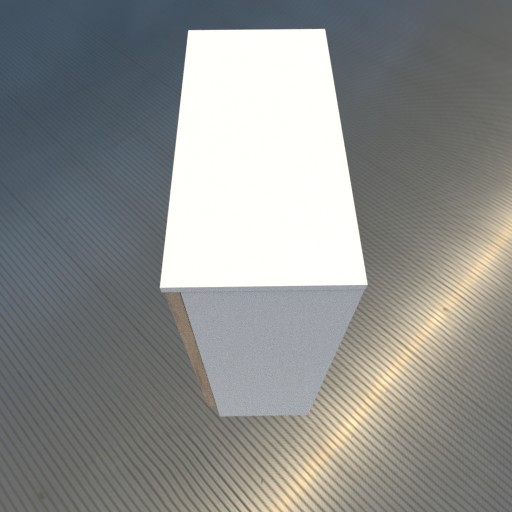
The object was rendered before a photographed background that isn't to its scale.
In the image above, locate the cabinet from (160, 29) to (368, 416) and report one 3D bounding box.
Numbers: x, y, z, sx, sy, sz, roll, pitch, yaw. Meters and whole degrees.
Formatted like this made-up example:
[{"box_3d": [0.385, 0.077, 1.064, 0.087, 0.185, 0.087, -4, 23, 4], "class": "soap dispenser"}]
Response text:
[{"box_3d": [0.000, 0.000, 1.108, 0.296, 0.815, 0.600, -1, 58, 0], "class": "cabinet"}]
